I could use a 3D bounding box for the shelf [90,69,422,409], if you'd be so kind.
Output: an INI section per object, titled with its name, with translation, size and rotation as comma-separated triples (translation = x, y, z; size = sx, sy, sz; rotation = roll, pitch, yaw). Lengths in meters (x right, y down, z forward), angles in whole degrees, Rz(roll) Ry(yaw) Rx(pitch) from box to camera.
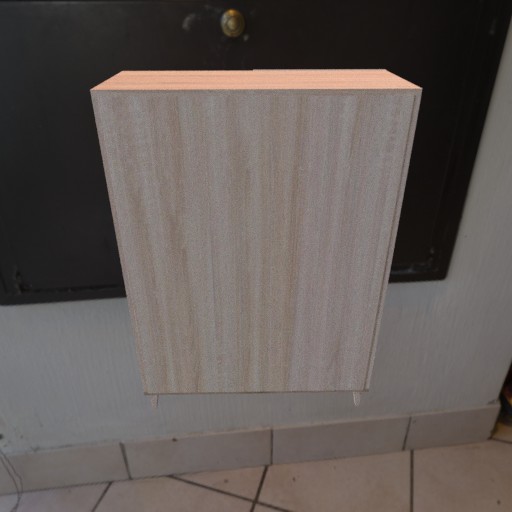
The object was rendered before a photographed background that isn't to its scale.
[shelf]
translation = 0.000, 0.000, 1.863
size = 0.995, 1.405, 0.434
rotation = -1, 30, -1
